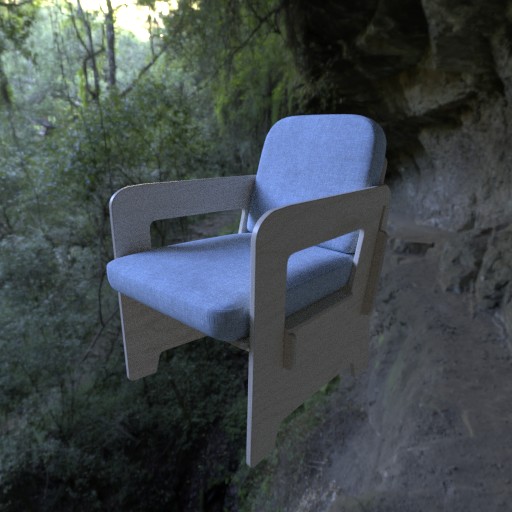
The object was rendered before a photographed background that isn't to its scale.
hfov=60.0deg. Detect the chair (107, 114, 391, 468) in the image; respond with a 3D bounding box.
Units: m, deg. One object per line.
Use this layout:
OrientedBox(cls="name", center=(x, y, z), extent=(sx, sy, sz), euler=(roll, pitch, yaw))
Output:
OrientedBox(cls="chair", center=(0.000, 0.000, 1.295), extent=(0.590, 0.800, 0.710), euler=(15, 22, 42))
